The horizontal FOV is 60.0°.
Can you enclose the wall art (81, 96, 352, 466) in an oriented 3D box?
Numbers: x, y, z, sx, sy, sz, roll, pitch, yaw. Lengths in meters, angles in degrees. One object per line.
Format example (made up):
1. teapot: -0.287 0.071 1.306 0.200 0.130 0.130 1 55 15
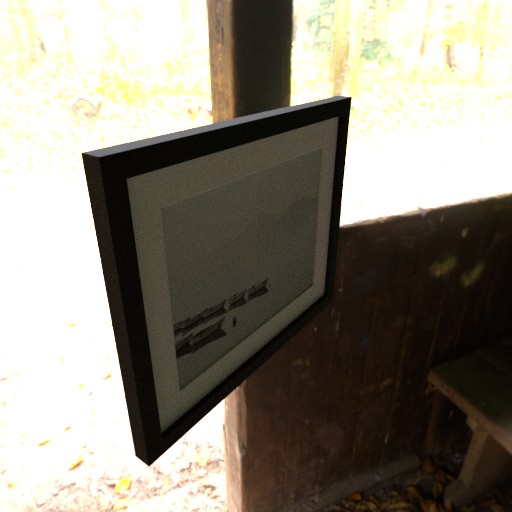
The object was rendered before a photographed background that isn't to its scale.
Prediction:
1. wall art: 0.000 0.000 0.746 0.030 0.454 0.554 19 33 33
